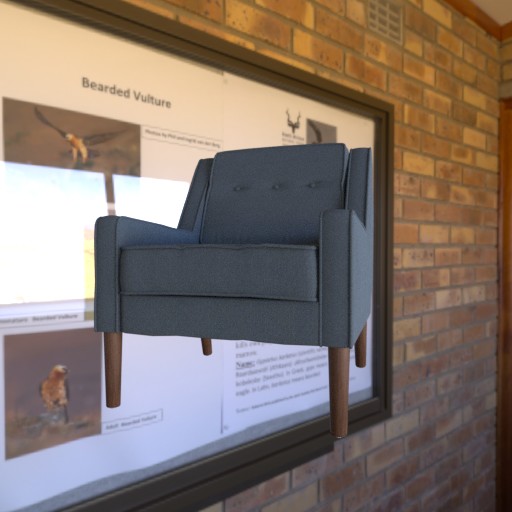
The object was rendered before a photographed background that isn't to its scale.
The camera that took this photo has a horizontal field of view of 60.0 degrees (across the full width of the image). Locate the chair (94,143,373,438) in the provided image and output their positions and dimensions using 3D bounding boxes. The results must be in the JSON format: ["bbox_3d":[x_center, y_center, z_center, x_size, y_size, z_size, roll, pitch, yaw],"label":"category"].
[{"bbox_3d":[0.000,0.000,1.358,0.663,0.780,0.733,0,1,18],"label":"chair"}]
